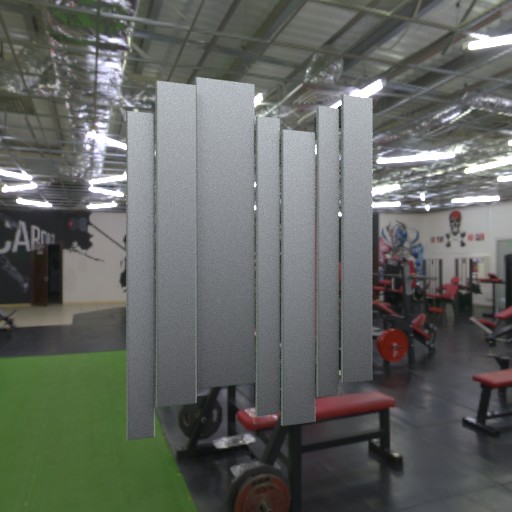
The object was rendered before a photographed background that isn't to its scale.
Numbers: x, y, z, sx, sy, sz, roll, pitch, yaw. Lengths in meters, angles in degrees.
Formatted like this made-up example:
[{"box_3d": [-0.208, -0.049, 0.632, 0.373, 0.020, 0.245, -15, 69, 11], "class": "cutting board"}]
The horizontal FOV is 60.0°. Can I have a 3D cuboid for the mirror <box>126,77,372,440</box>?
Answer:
[{"box_3d": [0.000, 0.000, 0.791, 0.445, 0.611, 0.058, 0, 0, -18], "class": "mirror"}]
